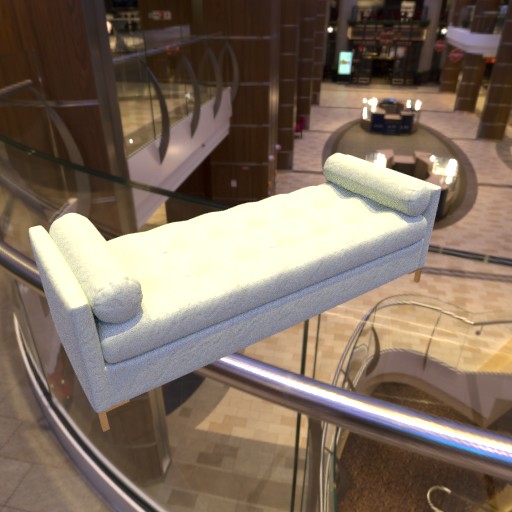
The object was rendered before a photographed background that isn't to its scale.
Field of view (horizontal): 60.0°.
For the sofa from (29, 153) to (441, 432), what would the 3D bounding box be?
[{"bbox_3d":[0.000,0.000,2.457,2.102,0.705,0.796,-19,35,-29],"label":"sofa"}]
